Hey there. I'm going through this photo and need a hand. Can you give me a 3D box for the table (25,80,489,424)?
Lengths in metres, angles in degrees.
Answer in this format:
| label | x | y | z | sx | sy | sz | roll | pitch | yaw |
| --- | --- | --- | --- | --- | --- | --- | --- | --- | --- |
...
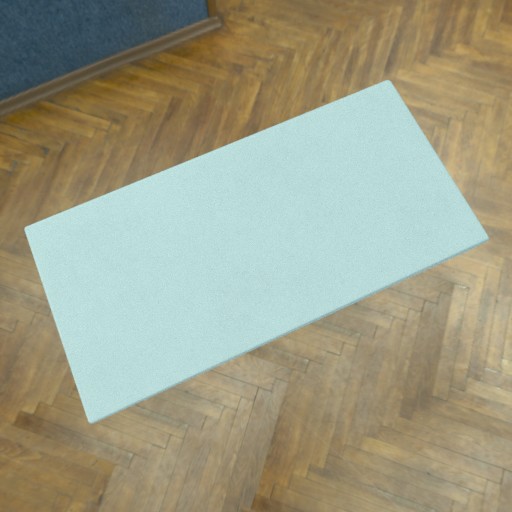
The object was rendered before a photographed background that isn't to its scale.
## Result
| label | x | y | z | sx | sy | sz | roll | pitch | yaw |
| --- | --- | --- | --- | --- | --- | --- | --- | --- | --- |
| table | 0.000 | 0.000 | 1.465 | 1.171 | 0.487 | 0.580 | -24 | 76 | -6 |
